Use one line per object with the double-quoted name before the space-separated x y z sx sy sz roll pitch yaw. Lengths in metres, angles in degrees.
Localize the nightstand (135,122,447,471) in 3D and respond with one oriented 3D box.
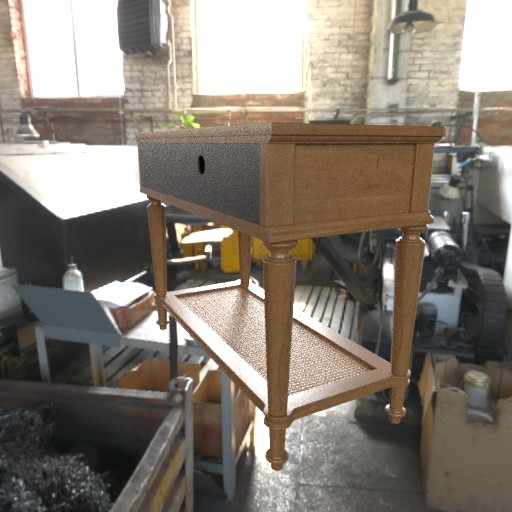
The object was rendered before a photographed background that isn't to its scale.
"nightstand" 0.000 0.000 1.286 0.432 0.700 0.914 -8 16 -27
